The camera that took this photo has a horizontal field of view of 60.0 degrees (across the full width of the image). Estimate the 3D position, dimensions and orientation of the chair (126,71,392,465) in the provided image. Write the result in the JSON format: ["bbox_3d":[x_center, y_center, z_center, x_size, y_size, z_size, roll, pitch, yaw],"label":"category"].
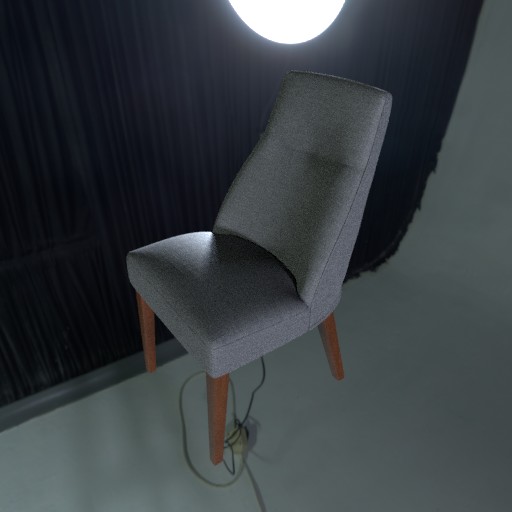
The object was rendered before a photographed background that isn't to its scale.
[{"bbox_3d":[0.000,0.000,1.297,0.620,0.930,0.500,-22,38,-30],"label":"chair"}]
